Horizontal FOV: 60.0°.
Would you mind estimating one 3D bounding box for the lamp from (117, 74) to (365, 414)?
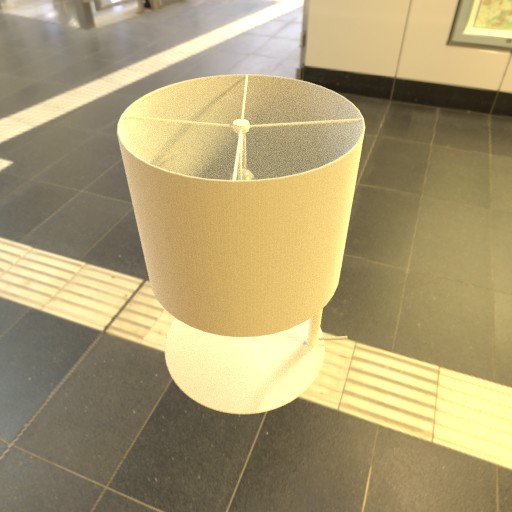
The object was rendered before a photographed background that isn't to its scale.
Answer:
[{"bbox_3d":[0.000,0.000,0.694,0.341,0.454,0.299,1,41,1],"label":"lamp"}]
